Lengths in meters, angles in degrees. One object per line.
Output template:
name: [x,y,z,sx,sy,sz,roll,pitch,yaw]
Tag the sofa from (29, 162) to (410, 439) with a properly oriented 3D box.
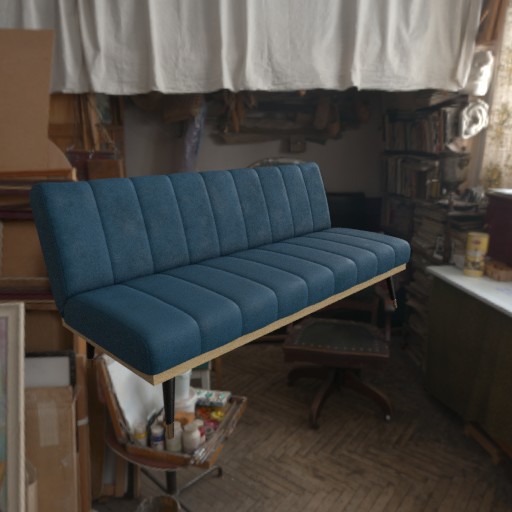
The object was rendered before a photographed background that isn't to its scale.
sofa: [0.000,0.000,2.240,0.830,0.825,1.810,14,21,42]
